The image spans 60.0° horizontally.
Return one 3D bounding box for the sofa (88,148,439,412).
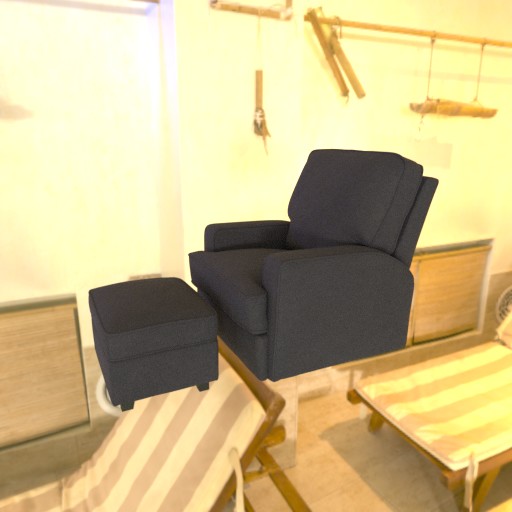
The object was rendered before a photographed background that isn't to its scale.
[{"bbox_3d":[0.000,0.000,2.075,1.472,0.959,0.861,-7,17,-25],"label":"sofa"}]
